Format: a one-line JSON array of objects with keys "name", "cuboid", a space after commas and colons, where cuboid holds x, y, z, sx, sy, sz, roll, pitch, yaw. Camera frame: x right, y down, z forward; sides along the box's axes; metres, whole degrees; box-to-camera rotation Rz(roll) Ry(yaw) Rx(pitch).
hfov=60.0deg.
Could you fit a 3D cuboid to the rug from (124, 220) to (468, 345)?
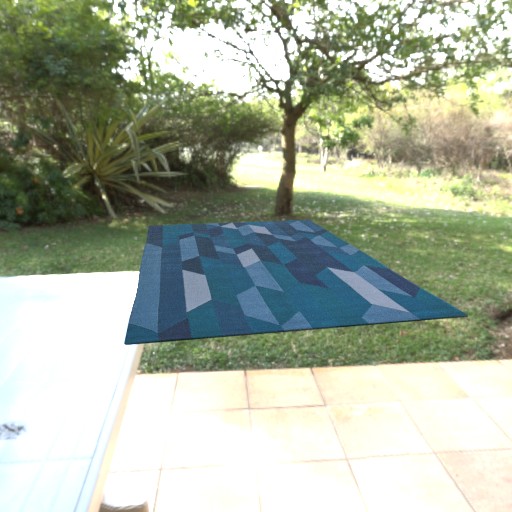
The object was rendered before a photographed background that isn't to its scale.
[{"name": "rug", "cuboid": [0.000, 0.000, 3.028, 1.528, 0.005, 2.420, -3, 15, -10]}]
